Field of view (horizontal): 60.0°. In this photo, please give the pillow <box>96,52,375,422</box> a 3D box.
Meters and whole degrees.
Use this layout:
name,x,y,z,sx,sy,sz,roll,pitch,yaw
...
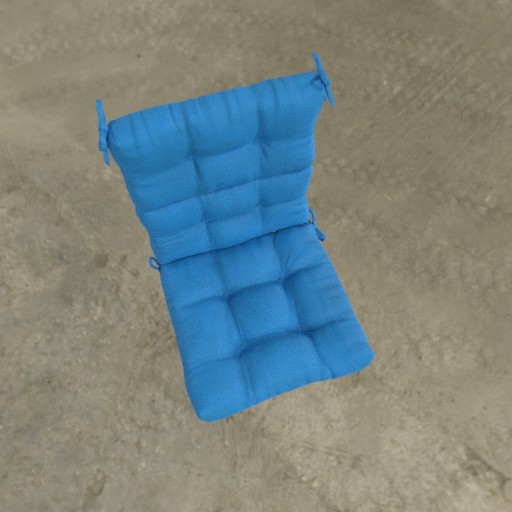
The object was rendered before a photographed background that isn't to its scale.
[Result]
name,x,y,z,sx,sy,sz,roll,pitch,yaw
pillow,0.000,0.000,1.029,0.519,0.605,0.571,-17,64,-8
